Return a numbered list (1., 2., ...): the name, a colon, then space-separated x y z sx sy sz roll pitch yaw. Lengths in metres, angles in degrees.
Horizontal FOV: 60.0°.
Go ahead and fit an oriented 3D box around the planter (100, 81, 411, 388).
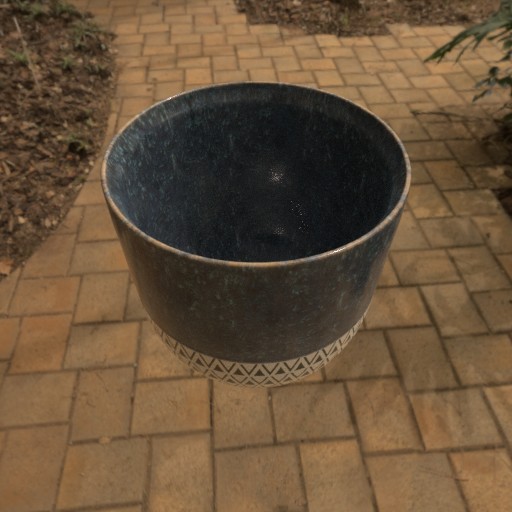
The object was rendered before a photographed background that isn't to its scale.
1. planter: 0.000 0.000 0.487 0.266 0.270 0.266 0 48 0
